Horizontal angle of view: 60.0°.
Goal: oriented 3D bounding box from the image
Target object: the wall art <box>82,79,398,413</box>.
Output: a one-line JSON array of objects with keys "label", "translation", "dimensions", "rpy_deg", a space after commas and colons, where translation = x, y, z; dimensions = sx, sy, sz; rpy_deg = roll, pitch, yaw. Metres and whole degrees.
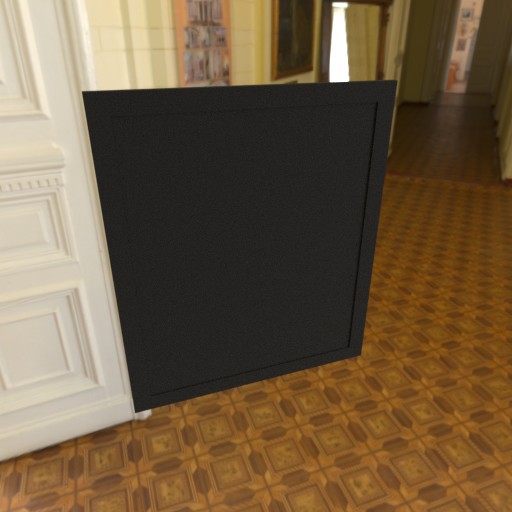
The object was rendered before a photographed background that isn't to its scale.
[{"label": "wall art", "translation": [0.000, 0.000, 0.500], "dimensions": [0.311, 0.361, 0.010], "rpy_deg": [-9, 28, -18]}]
